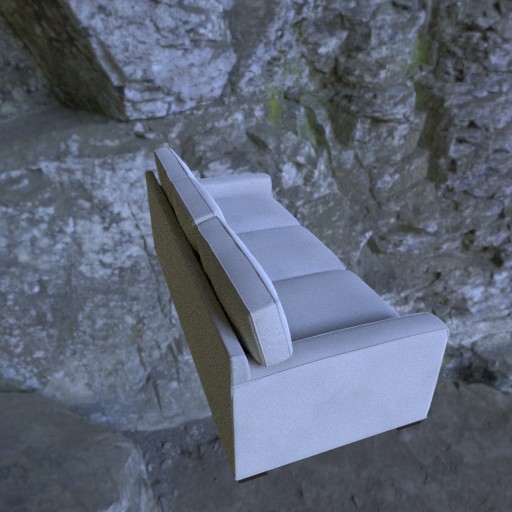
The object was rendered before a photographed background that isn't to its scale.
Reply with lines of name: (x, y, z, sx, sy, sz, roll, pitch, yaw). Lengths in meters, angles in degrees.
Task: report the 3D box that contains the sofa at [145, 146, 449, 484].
sofa: (0.000, 0.000, 2.559, 0.935, 0.862, 2.088, -10, 31, -17)
